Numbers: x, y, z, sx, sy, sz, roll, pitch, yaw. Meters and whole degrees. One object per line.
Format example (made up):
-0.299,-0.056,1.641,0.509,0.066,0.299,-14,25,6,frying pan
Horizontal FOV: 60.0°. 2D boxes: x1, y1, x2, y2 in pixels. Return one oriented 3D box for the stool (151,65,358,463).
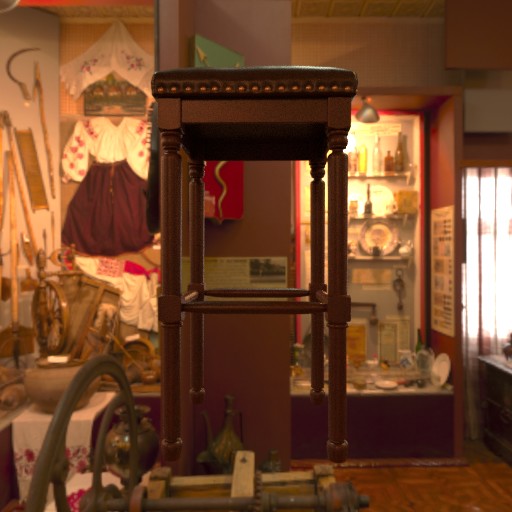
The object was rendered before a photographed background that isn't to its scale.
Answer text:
0.000,0.000,0.997,0.382,0.768,0.383,0,0,1,stool
